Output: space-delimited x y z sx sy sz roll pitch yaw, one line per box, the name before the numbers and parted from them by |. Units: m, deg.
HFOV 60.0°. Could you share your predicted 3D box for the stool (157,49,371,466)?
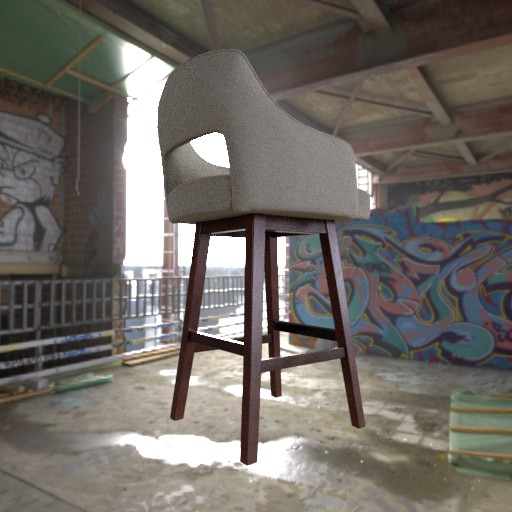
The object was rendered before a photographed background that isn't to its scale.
stool | 0.000 0.000 1.370 0.560 1.041 0.550 1 -2 -37
